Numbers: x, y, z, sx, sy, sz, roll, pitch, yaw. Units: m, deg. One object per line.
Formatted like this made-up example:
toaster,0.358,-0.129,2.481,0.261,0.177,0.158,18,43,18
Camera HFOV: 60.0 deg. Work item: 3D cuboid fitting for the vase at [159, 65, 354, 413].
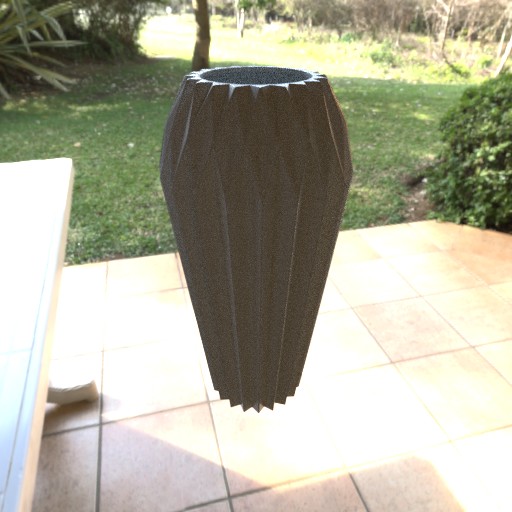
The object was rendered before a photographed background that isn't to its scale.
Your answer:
vase,0.000,0.000,0.344,0.133,0.263,0.133,0,31,0
